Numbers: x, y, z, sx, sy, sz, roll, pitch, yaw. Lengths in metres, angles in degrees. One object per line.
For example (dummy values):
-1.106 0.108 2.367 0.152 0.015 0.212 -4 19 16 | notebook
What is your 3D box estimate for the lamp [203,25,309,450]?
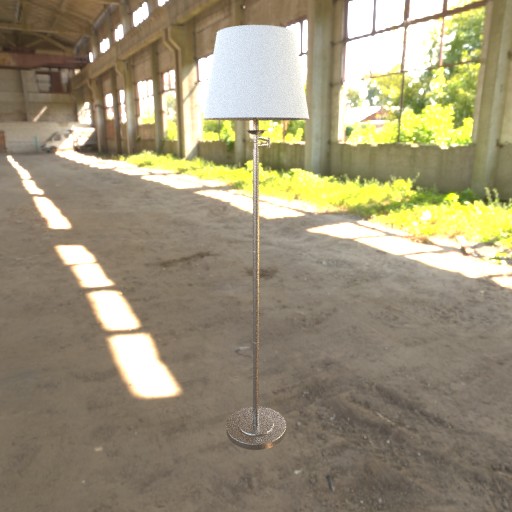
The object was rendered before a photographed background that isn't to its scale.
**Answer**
0.000 0.000 1.615 0.355 1.473 0.355 0 16 0 | lamp
